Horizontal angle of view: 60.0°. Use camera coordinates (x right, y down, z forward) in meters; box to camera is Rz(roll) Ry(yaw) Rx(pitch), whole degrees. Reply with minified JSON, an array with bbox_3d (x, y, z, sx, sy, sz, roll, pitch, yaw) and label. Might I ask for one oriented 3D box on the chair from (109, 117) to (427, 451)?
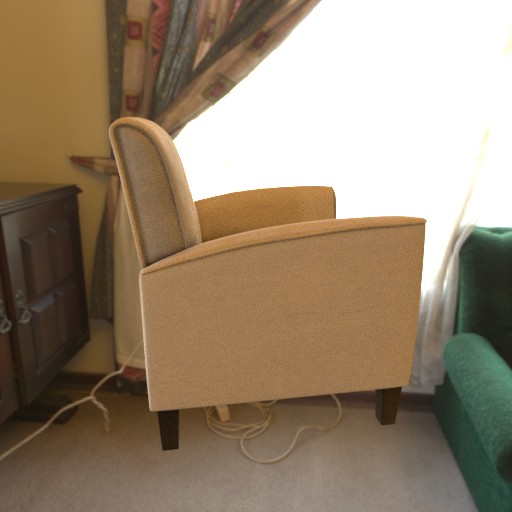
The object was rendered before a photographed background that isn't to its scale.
[{"bbox_3d":[0.000,0.000,1.547,0.821,0.915,0.820,-3,16,-9],"label":"chair"}]
